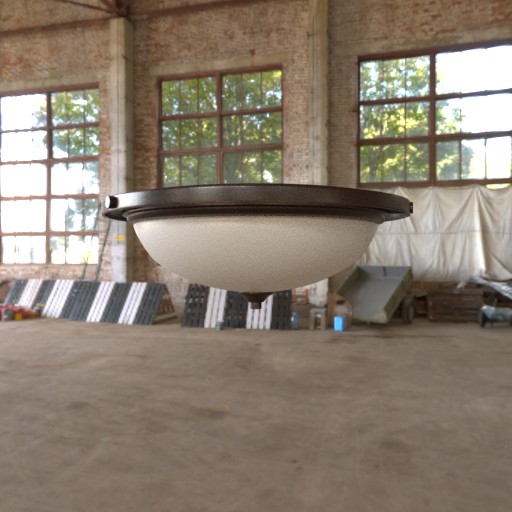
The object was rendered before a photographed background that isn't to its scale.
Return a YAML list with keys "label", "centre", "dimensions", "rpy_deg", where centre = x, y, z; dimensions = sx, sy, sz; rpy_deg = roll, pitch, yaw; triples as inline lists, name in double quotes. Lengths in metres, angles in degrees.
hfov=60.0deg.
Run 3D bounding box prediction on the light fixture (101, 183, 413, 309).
- label: "light fixture"
  centre: [0.000, 0.000, 0.548]
  dimensions: [0.361, 0.130, 0.361]
  rpy_deg: [0, 0, 0]
